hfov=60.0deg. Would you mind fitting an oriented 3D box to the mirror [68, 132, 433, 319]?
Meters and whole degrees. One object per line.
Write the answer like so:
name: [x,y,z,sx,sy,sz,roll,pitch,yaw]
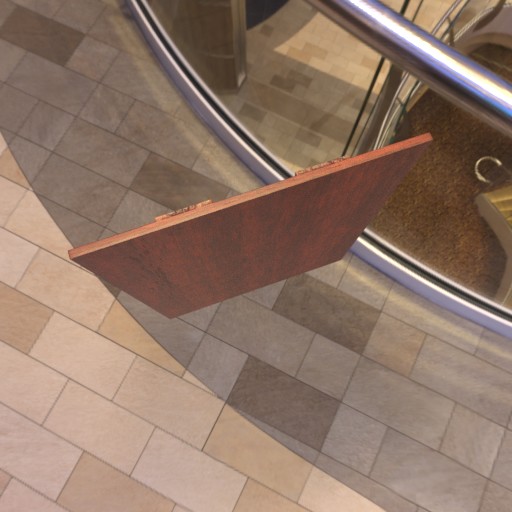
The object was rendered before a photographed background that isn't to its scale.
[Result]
mirror: [0.000,0.000,1.082,0.600,0.805,0.021,-19,76,-5]
